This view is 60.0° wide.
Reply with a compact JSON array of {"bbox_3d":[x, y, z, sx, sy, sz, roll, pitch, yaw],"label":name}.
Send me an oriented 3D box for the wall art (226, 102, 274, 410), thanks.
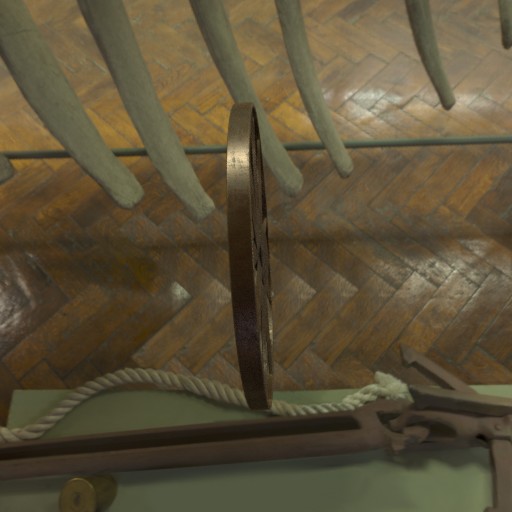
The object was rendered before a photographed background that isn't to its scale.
[{"bbox_3d":[0.000,0.000,0.887,0.084,0.583,0.582,-1,65,-1],"label":"wall art"}]
